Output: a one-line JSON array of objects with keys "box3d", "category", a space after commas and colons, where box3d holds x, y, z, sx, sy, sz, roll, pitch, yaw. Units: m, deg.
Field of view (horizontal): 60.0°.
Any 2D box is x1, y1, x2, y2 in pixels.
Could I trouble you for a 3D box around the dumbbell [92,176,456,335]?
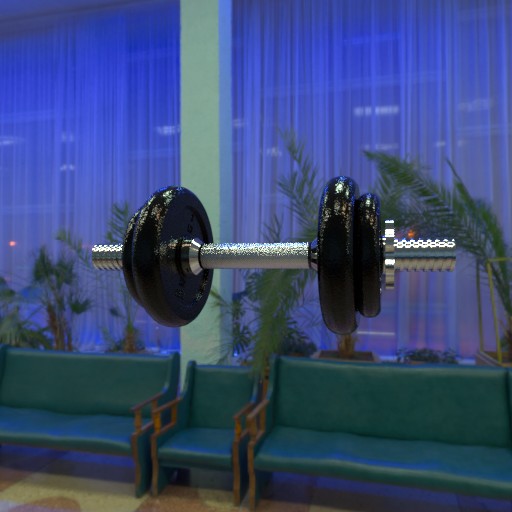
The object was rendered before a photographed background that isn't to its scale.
[{"box3d": [0.000, 0.000, 0.604, 0.497, 0.202, 0.202, 0, -1, 17], "category": "dumbbell"}]
